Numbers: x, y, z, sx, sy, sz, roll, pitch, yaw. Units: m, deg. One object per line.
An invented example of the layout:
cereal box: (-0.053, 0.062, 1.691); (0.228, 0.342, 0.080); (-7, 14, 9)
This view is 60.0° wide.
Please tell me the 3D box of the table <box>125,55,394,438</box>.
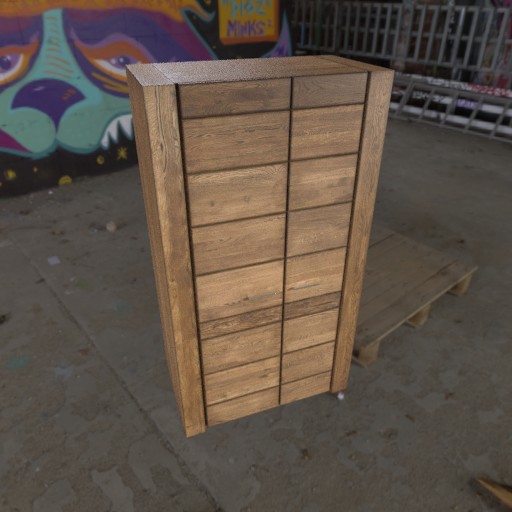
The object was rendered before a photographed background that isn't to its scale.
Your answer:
table: (0.000, 0.000, 2.534); (1.100, 2.000, 0.600); (-11, 33, -17)
